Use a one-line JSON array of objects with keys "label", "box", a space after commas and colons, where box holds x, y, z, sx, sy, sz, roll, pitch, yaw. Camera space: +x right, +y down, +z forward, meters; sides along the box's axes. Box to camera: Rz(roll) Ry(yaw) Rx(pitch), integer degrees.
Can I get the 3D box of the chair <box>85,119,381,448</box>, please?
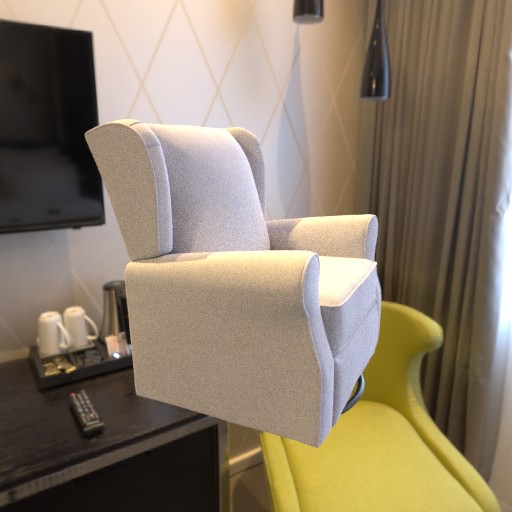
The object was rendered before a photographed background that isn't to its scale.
[{"label": "chair", "box": [0.000, 0.000, 1.673, 0.854, 0.967, 0.906, 7, 16, 26]}]
